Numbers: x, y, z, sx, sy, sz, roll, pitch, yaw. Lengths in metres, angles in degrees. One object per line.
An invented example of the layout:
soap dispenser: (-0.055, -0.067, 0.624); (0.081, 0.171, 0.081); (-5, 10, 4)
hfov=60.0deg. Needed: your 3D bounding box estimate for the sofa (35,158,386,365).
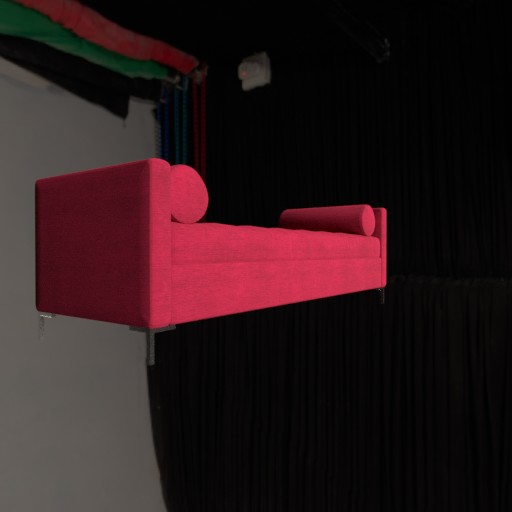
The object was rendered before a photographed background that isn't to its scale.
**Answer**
sofa: (0.000, 0.000, 2.311); (0.686, 0.635, 1.981); (0, 1, 36)
